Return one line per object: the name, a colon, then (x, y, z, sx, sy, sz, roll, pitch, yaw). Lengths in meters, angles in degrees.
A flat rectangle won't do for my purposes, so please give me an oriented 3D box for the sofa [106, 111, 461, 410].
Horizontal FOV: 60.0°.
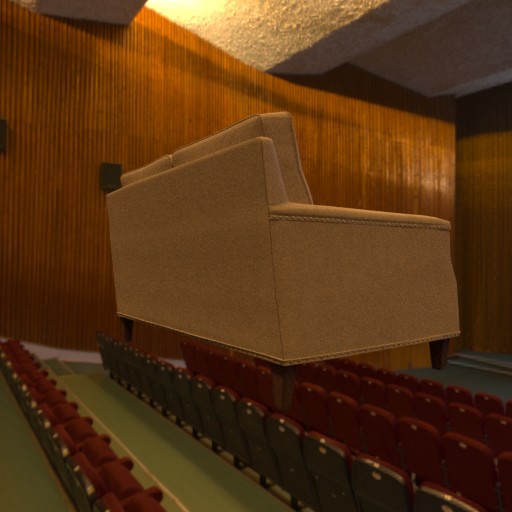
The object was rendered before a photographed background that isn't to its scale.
sofa: (0.000, 0.000, 2.259, 1.084, 1.002, 1.597, 0, -1, -36)
